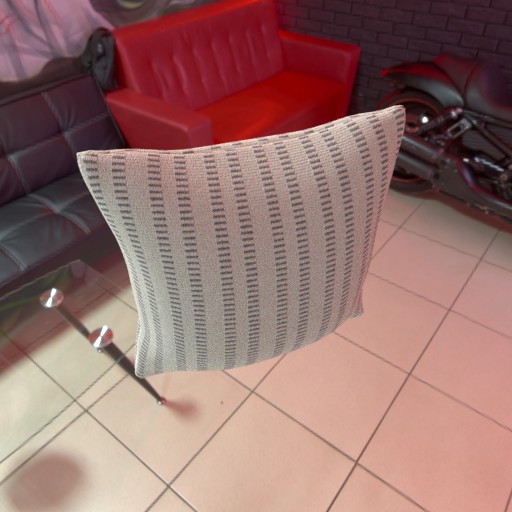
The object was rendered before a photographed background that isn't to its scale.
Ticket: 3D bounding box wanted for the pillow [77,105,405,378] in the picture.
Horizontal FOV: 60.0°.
[{"bbox_3d":[0.000,0.000,0.684,0.438,0.419,0.247,-13,42,-15],"label":"pillow"}]
